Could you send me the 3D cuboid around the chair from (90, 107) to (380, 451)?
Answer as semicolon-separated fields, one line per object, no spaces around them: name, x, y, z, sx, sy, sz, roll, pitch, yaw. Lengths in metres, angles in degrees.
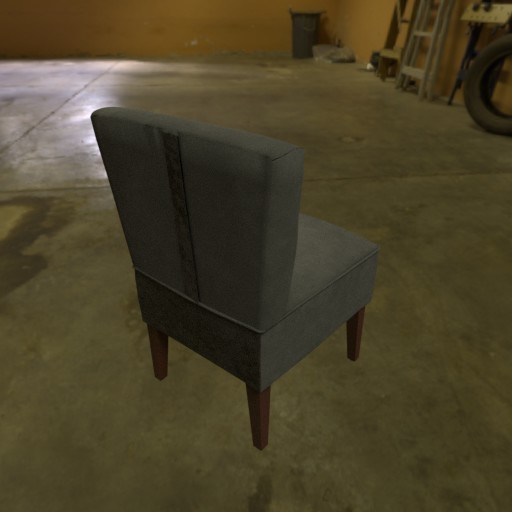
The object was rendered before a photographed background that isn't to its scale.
chair;0.000;0.000;1.202;0.521;0.806;0.554;22;36;33
